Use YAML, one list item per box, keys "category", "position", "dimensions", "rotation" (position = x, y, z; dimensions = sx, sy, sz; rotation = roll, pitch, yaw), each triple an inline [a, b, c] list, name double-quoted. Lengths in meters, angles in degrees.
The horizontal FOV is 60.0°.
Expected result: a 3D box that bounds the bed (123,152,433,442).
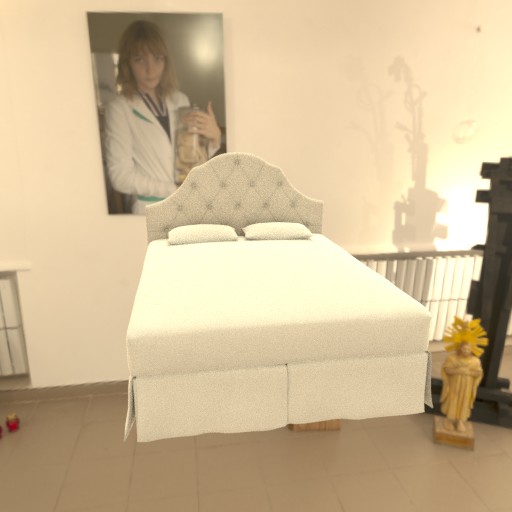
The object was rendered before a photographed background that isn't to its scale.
- category: "bed"
  position: [0.000, 0.000, 3.764]
  dimensions: [2.039, 1.617, 2.477]
  rotation: [-3, 16, -9]
